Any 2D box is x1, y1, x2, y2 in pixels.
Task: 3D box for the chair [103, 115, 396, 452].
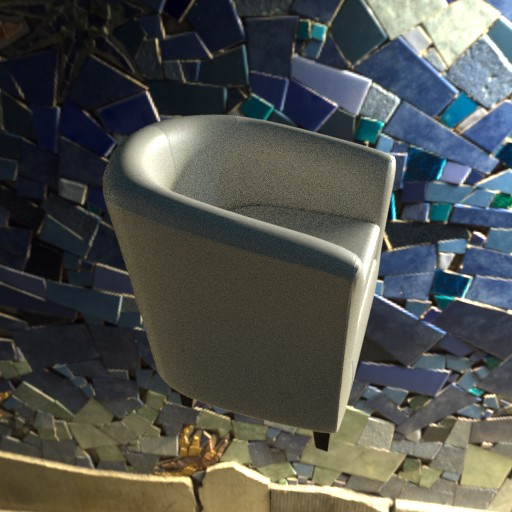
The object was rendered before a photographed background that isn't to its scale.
[{"bbox_3d":[0.000,0.000,1.392,0.727,0.756,0.792,11,32,17],"label":"chair"}]
